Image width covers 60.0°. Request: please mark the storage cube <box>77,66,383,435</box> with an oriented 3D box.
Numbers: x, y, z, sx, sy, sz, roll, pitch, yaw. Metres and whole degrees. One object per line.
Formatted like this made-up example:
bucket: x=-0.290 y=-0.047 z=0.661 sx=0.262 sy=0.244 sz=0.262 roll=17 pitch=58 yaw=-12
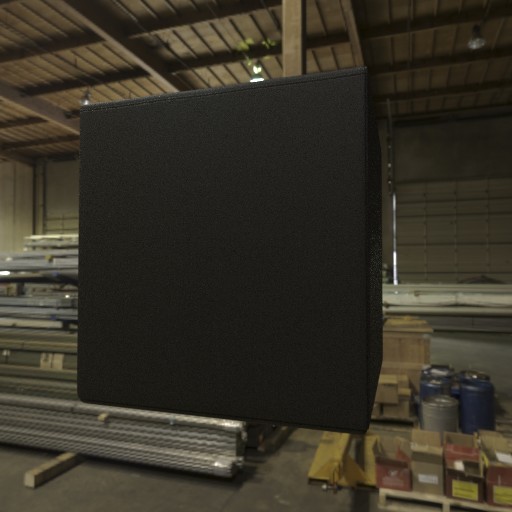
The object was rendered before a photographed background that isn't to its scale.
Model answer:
storage cube: x=0.000 y=0.000 z=0.499 sx=0.270 sy=0.280 sz=0.270 roll=0 pitch=-2 yaw=18
